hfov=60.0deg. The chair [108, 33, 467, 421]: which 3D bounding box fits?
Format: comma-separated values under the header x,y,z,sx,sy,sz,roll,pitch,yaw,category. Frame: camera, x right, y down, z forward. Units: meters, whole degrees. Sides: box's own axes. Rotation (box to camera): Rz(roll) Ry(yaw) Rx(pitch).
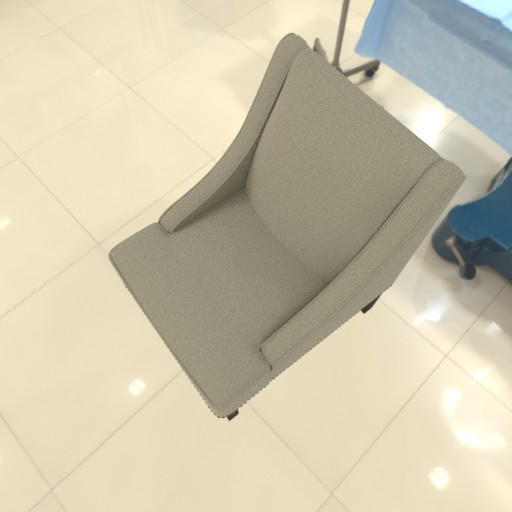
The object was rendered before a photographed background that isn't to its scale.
x,y,z,sx,sy,sz,roll,pitch,yaw,category
0.000,0.000,1.355,0.737,0.864,0.610,-34,68,-16,chair
